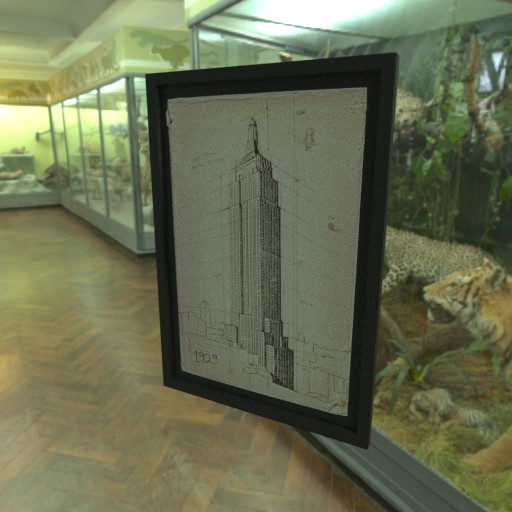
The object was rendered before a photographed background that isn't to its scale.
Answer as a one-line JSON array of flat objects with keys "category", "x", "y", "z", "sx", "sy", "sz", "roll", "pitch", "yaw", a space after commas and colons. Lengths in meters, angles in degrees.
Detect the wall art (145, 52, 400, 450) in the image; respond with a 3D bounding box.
[{"category": "wall art", "x": 0.000, "y": 0.000, "z": 0.540, "sx": 0.303, "sy": 0.431, "sz": 0.013, "roll": 8, "pitch": 16, "yaw": 27}]
